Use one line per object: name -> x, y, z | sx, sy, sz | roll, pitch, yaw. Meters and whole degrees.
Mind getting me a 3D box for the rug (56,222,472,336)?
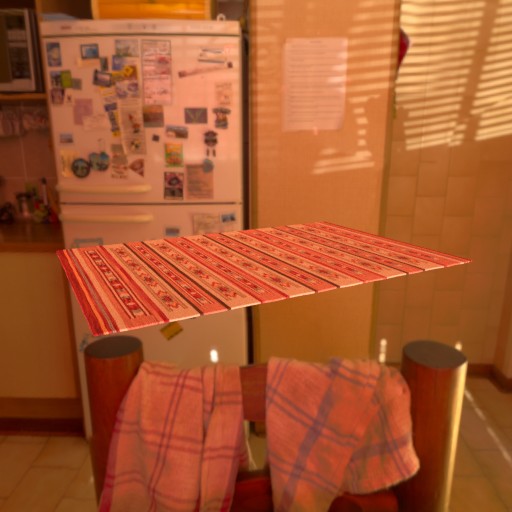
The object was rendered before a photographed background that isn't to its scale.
rug -> 0.000, 0.000, 2.317 | 1.817, 0.008, 1.223 | -8, 17, -28
